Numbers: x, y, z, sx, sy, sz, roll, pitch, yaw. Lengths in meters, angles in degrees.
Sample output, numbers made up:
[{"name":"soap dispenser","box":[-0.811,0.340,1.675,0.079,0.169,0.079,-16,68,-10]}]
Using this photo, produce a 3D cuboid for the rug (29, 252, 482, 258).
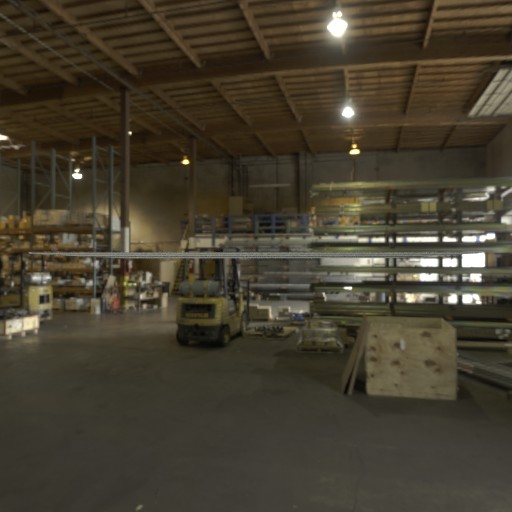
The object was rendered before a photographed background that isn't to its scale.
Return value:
[{"name":"rug","box":[0.000,0.000,2.413,1.854,0.006,1.234,0,-1,1]}]
